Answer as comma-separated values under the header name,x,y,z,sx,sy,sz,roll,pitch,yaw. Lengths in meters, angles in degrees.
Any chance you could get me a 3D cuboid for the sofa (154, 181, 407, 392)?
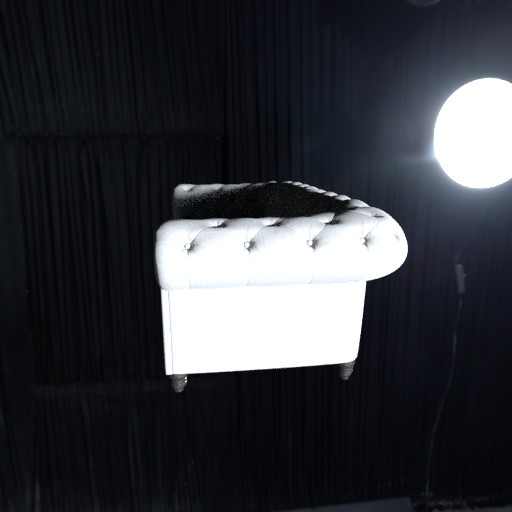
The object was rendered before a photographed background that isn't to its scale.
name,x,y,z,sx,sy,sz,roll,pitch,yaw
sofa,0.000,0.000,2.565,0.986,0.764,1.998,-2,14,-8
